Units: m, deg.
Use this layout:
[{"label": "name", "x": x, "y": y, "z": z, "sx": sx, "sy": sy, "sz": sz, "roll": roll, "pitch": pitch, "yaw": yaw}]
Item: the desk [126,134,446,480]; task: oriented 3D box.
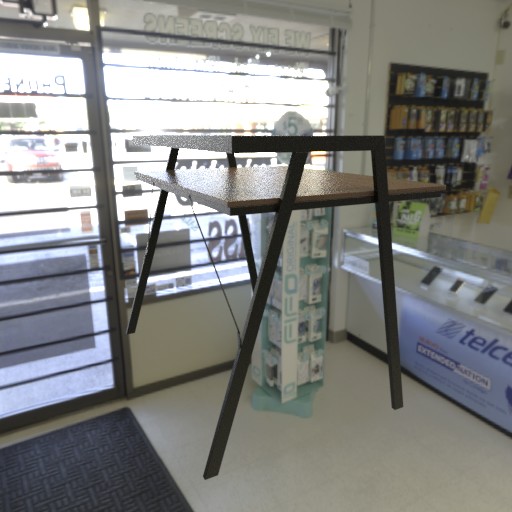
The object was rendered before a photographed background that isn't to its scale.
[{"label": "desk", "x": 0.000, "y": 0.000, "z": 1.894, "sx": 0.936, "sy": 0.998, "sz": 1.143, "roll": -8, "pitch": 17, "yaw": -26}]
